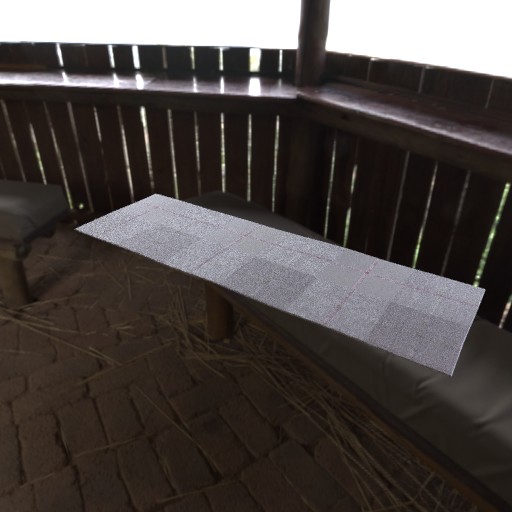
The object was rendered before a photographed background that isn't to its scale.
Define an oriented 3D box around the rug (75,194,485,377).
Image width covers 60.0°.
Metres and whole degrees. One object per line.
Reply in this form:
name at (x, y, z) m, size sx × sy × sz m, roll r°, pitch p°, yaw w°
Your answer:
rug at (0.000, 0.000, 2.683) m, size 2.439 × 0.013 × 0.762 m, roll 18°, pitch 35°, yaw 29°
